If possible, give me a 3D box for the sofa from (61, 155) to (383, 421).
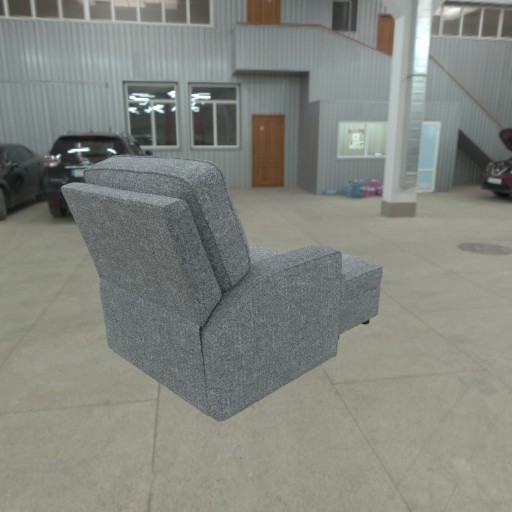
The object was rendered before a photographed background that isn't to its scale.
[{"bbox_3d":[0.000,0.000,2.105,1.472,0.959,0.861,-14,21,-43],"label":"sofa"}]
